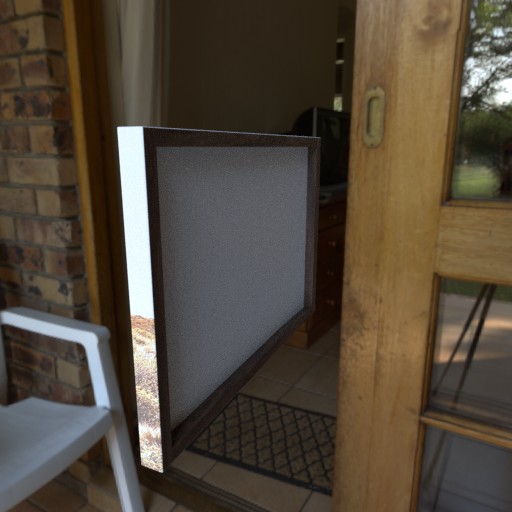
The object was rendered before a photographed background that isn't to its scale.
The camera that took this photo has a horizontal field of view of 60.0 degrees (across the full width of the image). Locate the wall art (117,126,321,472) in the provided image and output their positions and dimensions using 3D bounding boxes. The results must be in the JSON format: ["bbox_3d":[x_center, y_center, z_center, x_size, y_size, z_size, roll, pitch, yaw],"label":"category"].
[{"bbox_3d":[0.000,0.000,1.151,0.050,0.610,0.914,6,15,24],"label":"wall art"}]
